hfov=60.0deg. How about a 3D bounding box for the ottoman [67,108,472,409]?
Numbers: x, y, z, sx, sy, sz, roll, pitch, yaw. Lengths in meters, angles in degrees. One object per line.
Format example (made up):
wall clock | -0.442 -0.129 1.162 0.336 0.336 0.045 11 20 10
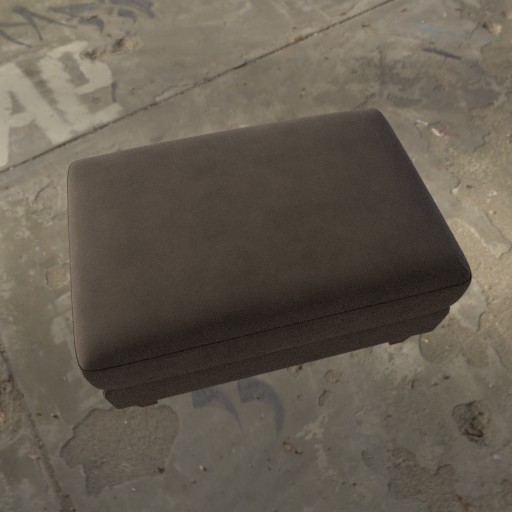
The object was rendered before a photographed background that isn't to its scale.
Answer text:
ottoman | 0.000 0.000 1.181 0.864 0.483 0.584 -12 60 -7
